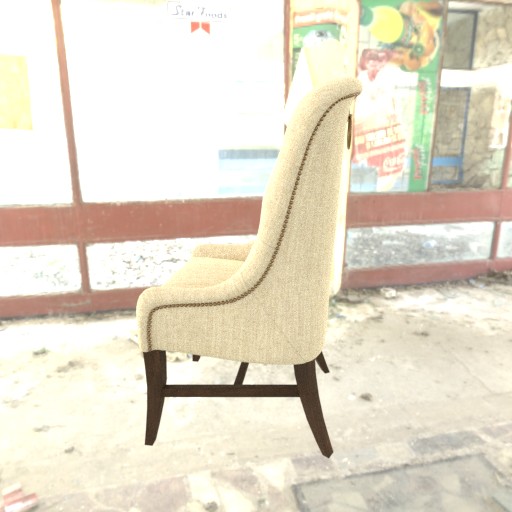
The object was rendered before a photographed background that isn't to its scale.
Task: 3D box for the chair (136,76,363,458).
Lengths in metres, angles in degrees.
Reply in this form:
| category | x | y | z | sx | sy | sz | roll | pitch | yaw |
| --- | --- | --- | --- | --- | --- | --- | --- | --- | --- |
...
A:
| category | x | y | z | sx | sy | sz | roll | pitch | yaw |
| --- | --- | --- | --- | --- | --- | --- | --- | --- | --- |
| chair | 0.000 | 0.000 | 1.475 | 0.629 | 1.091 | 0.634 | 2 | 15 | 8 |
